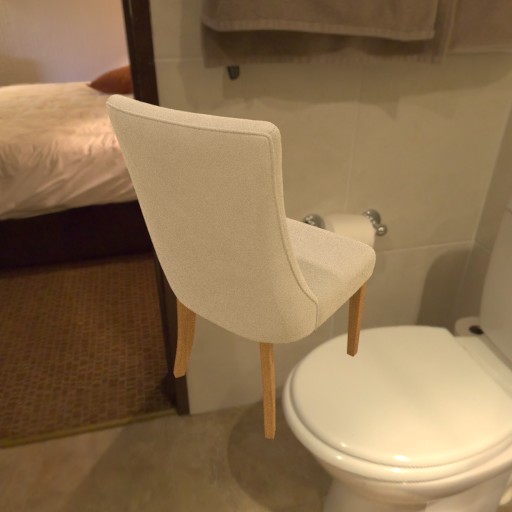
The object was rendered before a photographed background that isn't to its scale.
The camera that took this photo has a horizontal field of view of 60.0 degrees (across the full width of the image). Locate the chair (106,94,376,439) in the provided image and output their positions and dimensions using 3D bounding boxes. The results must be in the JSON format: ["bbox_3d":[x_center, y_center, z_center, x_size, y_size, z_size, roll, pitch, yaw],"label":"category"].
[{"bbox_3d":[0.000,0.000,1.270,0.495,0.902,0.610,22,36,33],"label":"chair"}]
